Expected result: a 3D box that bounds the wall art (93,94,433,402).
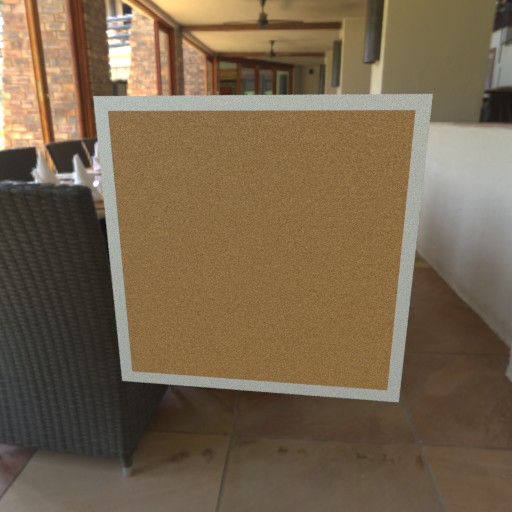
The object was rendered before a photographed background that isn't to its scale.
[{"bbox_3d":[0.000,0.000,1.119,0.762,0.762,0.038,2,17,7],"label":"wall art"}]
